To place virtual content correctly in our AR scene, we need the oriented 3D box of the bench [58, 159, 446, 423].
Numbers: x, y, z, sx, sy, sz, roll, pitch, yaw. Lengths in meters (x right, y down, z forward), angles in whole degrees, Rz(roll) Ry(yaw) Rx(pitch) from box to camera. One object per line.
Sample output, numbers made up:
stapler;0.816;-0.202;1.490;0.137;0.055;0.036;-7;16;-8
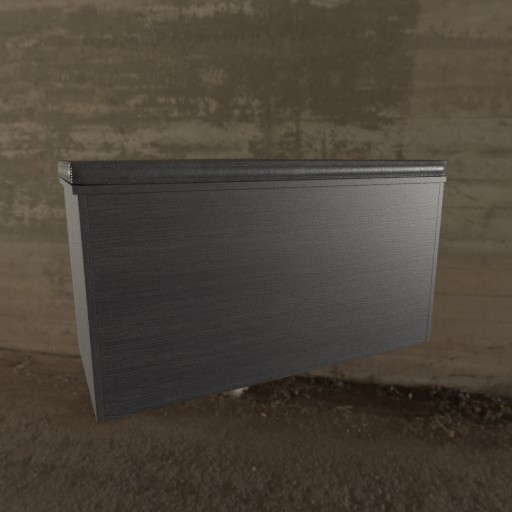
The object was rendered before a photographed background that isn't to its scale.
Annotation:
bench;0.000;0.000;1.172;0.905;0.501;0.401;-6;14;-26
